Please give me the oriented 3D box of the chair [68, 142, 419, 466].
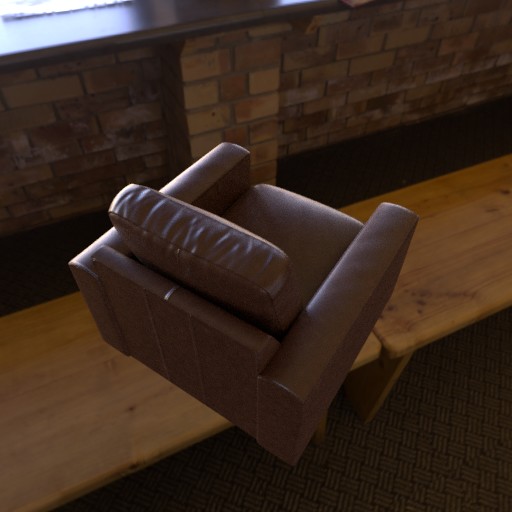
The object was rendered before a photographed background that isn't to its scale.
[{"bbox_3d":[0.000,0.000,1.817,1.005,0.873,1.016,26,52,22],"label":"chair"}]
